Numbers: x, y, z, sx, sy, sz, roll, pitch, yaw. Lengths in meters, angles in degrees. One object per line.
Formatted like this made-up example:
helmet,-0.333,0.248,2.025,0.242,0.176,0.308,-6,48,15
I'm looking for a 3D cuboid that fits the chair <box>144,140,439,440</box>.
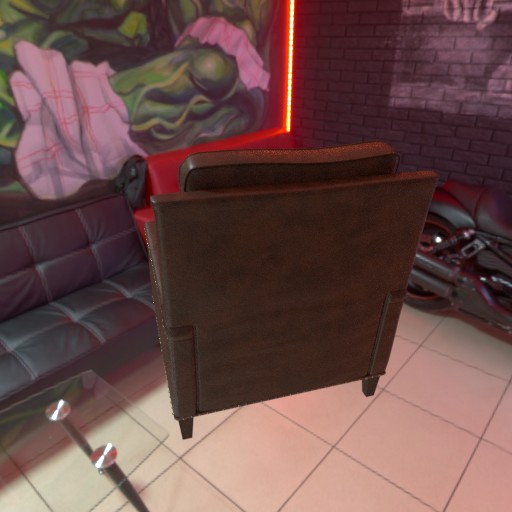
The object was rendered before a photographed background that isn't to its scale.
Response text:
chair,0.000,0.000,1.849,0.854,1.054,1.035,-7,27,-15
